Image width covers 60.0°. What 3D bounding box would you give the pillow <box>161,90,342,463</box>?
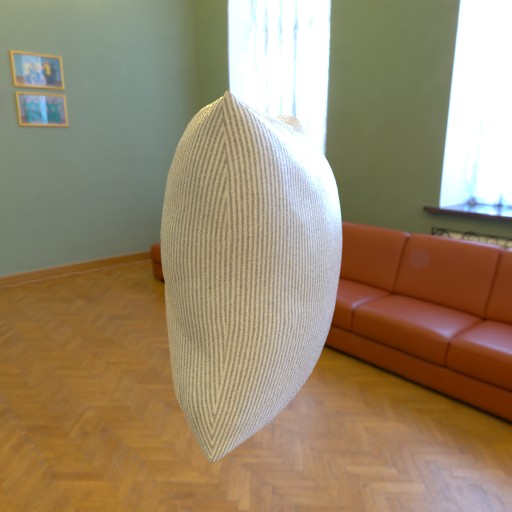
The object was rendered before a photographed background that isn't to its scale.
[{"bbox_3d":[0.000,0.000,0.671,0.387,0.432,0.310,-13,20,-42],"label":"pillow"}]
